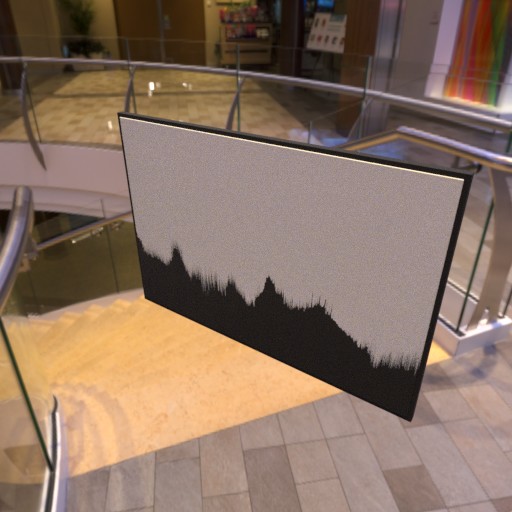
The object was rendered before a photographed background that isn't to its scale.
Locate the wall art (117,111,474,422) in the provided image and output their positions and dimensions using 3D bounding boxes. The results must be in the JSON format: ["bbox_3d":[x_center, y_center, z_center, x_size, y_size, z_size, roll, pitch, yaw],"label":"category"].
[{"bbox_3d":[0.000,0.000,1.490,1.190,0.805,0.028,19,34,30],"label":"wall art"}]
